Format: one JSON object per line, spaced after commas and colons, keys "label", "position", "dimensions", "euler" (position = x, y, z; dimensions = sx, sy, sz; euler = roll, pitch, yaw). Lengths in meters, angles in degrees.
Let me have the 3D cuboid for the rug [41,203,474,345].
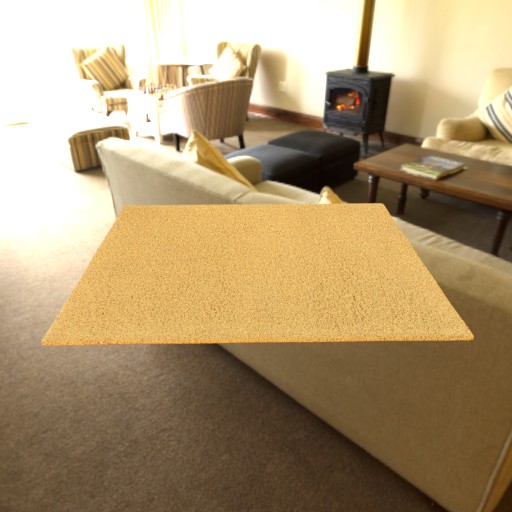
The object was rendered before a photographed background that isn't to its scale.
{"label": "rug", "position": [0.000, 0.000, 4.158], "dimensions": [3.047, 0.029, 2.438], "euler": [-1, 30, -1]}
